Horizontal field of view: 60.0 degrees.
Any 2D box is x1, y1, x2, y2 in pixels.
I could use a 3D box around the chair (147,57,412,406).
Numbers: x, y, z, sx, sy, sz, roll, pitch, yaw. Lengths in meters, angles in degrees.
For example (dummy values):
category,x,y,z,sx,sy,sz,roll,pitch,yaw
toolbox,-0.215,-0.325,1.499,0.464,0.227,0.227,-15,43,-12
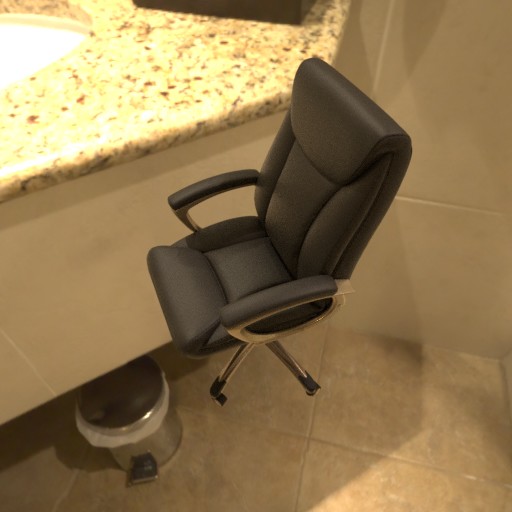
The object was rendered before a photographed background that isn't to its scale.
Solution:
category,x,y,z,sx,sy,sz,roll,pitch,yaw
chair,0.000,0.000,1.612,0.748,1.188,0.694,-18,51,-15
